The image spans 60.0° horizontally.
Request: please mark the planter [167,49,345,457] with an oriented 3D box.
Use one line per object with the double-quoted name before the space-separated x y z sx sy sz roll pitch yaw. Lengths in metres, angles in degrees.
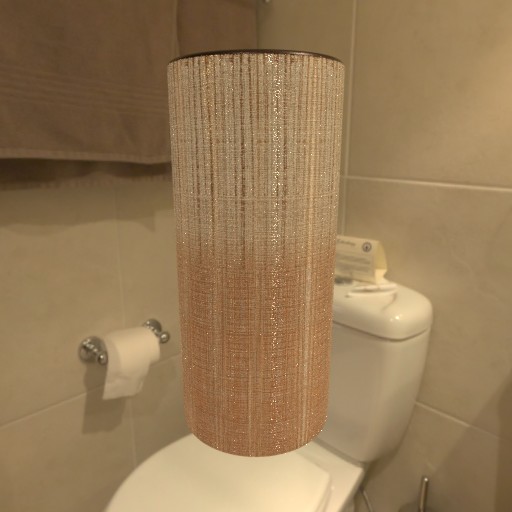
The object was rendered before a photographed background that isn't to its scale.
"planter" 0.000 0.000 0.283 0.100 0.227 0.100 2 16 8
